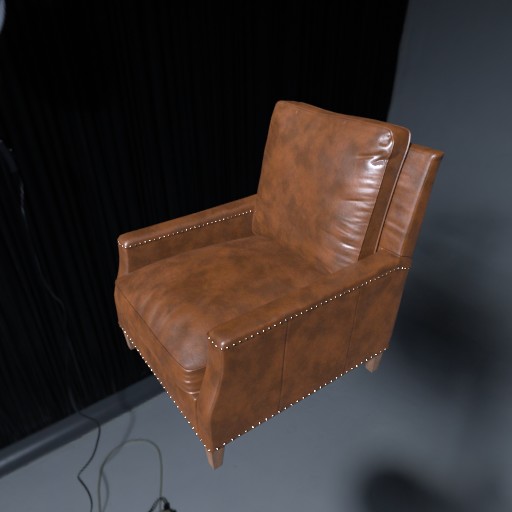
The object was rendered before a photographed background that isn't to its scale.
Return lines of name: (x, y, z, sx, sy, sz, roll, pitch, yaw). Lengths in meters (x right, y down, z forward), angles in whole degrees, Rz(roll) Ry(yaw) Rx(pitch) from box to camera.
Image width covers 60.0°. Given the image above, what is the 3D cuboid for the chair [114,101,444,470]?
chair: (0.000, 0.000, 1.812, 1.035, 1.054, 0.854, -20, 35, -30)
